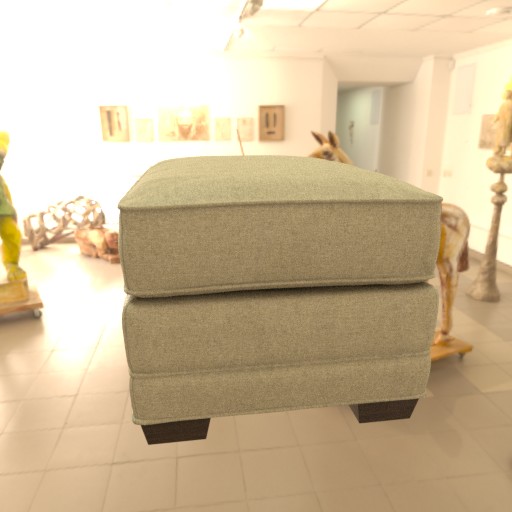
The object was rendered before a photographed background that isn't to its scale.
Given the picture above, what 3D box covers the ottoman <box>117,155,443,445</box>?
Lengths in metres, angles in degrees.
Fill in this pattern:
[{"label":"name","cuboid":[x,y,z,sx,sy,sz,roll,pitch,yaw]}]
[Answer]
[{"label":"ottoman","cuboid":[0.000,0.000,1.190,0.611,0.508,0.848,-2,16,-8]}]
